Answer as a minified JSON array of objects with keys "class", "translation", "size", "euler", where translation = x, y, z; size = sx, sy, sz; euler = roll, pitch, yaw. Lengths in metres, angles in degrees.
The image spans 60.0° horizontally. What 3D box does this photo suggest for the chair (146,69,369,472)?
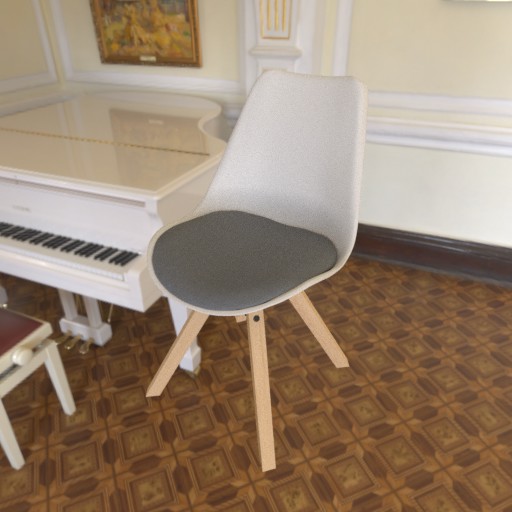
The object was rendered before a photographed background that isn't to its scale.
[{"class":"chair","translation":[0.000,0.000,1.170],"size":[0.485,0.850,0.550],"euler":[19,35,30]}]
